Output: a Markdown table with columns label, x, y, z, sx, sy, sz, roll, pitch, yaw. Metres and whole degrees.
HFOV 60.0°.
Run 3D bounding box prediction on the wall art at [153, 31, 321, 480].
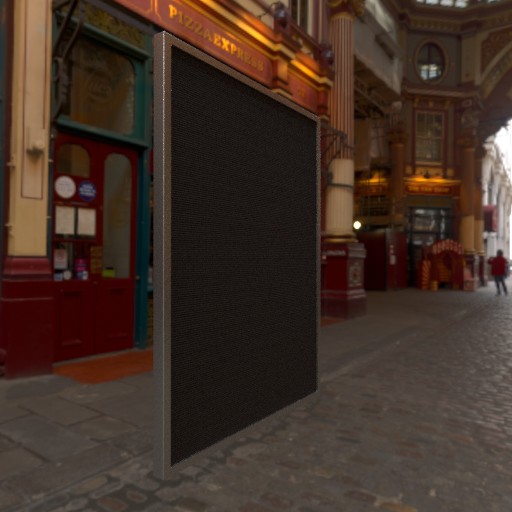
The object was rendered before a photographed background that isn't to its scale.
| label | x | y | z | sx | sy | sz | roll | pitch | yaw |
| --- | --- | --- | --- | --- | --- | --- | --- | --- | --- |
| wall art | 0.000 | 0.000 | 1.382 | 0.037 | 1.062 | 0.801 | 0 | 0 | 35 |
